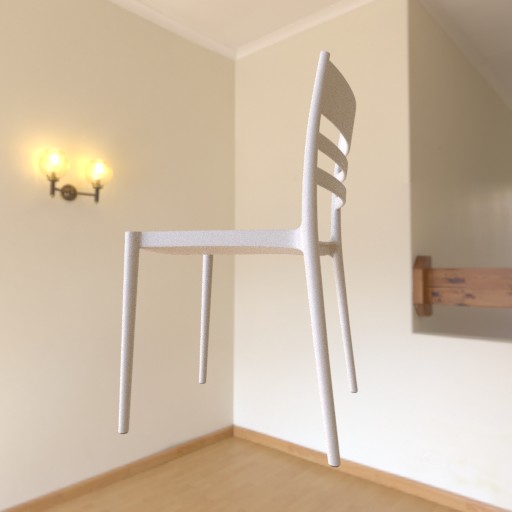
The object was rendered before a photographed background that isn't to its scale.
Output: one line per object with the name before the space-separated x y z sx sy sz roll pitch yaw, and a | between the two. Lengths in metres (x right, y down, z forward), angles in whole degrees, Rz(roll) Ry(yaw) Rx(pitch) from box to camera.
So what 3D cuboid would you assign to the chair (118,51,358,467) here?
chair | 0.000 0.000 1.150 0.511 0.800 0.531 0 -2 16
